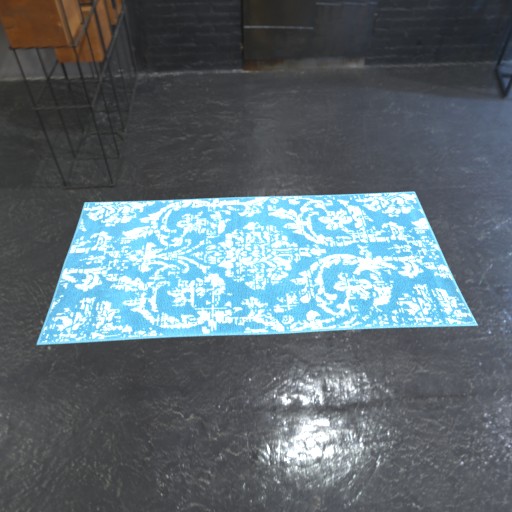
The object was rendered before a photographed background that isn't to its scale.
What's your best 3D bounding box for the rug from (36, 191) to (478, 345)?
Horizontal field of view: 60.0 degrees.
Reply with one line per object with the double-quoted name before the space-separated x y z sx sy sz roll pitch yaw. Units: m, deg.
"rug" 0.000 0.000 1.426 1.219 0.007 0.604 -2 46 -2
